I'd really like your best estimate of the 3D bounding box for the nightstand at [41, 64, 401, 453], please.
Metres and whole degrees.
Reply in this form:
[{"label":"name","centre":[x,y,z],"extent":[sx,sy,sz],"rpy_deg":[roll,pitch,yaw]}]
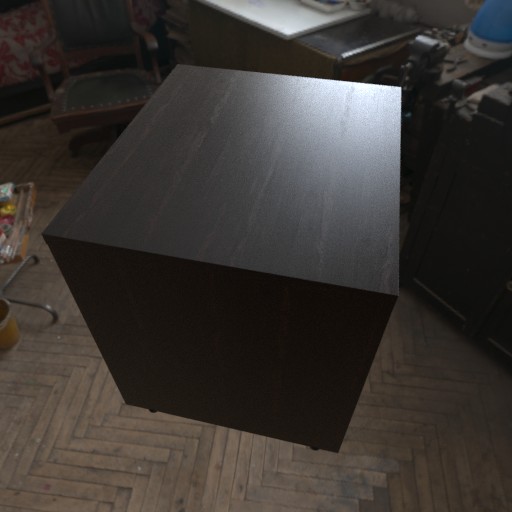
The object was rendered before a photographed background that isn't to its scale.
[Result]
[{"label":"nightstand","centre":[0.000,0.000,0.849],"extent":[0.427,0.487,0.489],"rpy_deg":[10,48,9]}]
